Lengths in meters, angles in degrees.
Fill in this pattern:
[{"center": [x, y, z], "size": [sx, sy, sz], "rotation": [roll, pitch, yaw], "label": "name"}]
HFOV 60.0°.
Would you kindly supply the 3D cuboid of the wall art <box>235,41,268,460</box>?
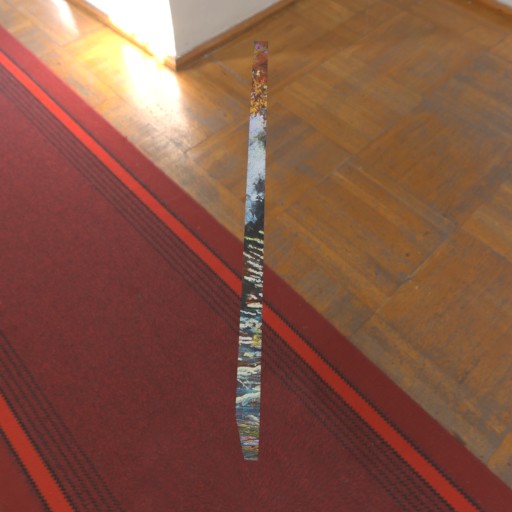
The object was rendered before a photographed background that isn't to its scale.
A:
[{"center": [0.000, 0.000, 1.152], "size": [0.037, 0.604, 0.908], "rotation": [1, 59, 1], "label": "wall art"}]
